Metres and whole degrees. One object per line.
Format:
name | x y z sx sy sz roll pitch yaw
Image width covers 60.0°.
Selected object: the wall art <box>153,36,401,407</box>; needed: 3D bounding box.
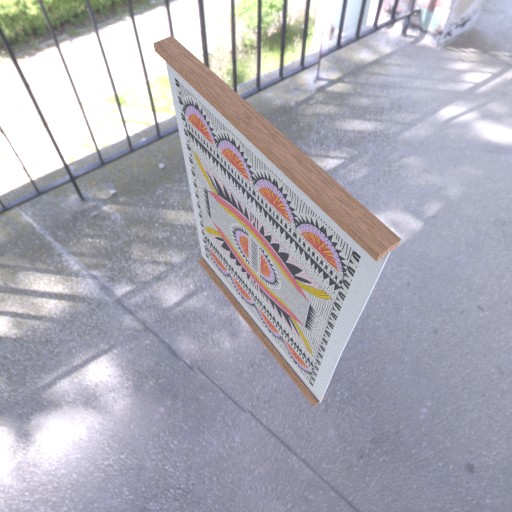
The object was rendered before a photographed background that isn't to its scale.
wall art | 0.000 0.000 0.702 0.028 0.527 0.403 -32 63 -19
